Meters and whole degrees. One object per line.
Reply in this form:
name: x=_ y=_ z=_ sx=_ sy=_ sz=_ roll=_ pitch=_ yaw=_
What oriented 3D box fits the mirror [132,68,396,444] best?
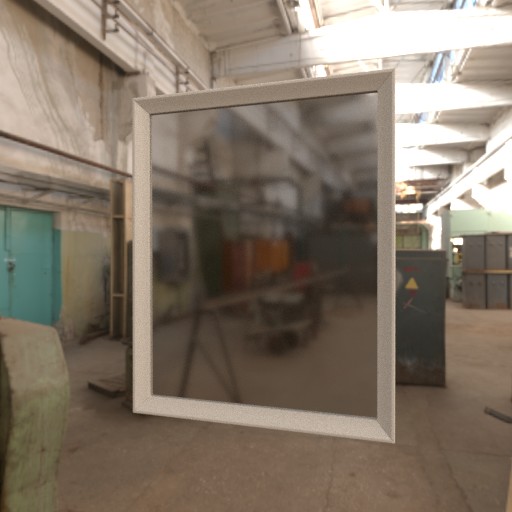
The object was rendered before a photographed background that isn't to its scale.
mirror: x=0.000 y=0.000 z=0.677 sx=0.406 sy=0.509 sz=0.041 roll=0 pitch=0 yaw=17
